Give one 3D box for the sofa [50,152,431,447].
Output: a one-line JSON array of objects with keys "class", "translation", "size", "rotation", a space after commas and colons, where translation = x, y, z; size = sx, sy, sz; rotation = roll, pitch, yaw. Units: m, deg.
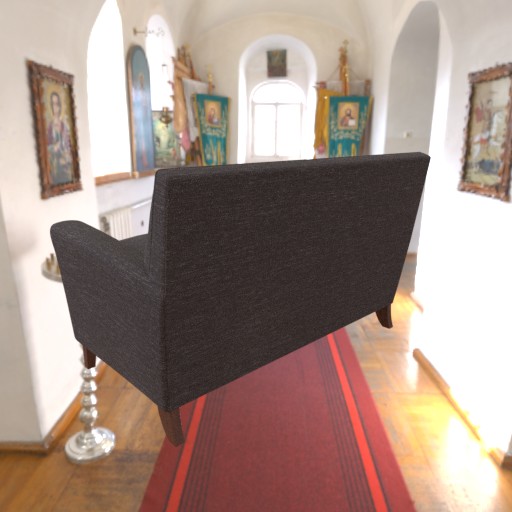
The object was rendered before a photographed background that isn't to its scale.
[{"class": "sofa", "translation": [0.000, 0.000, 2.016], "size": [1.509, 0.905, 0.867], "rotation": [-14, 21, -41]}]
